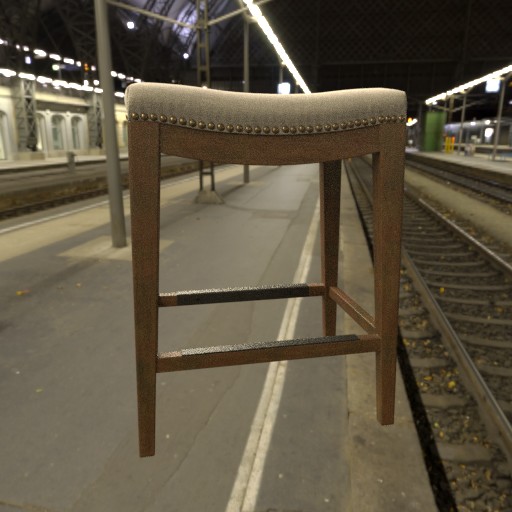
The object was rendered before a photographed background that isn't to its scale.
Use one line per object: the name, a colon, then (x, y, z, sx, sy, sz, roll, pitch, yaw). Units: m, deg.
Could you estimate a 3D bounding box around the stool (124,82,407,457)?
stool: (0.000, 0.000, 0.947, 0.508, 0.660, 0.356, -3, 15, -11)
